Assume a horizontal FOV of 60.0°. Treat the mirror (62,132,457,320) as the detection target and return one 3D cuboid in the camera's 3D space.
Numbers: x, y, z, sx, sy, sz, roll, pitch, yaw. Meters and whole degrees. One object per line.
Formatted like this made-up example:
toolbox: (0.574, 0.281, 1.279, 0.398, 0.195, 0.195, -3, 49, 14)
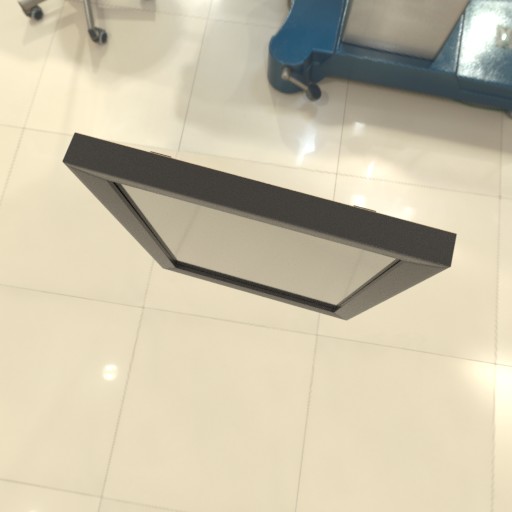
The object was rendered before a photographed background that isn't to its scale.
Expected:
mirror: (0.000, 0.000, 0.695, 0.405, 0.508, 0.041, 16, 76, 4)
